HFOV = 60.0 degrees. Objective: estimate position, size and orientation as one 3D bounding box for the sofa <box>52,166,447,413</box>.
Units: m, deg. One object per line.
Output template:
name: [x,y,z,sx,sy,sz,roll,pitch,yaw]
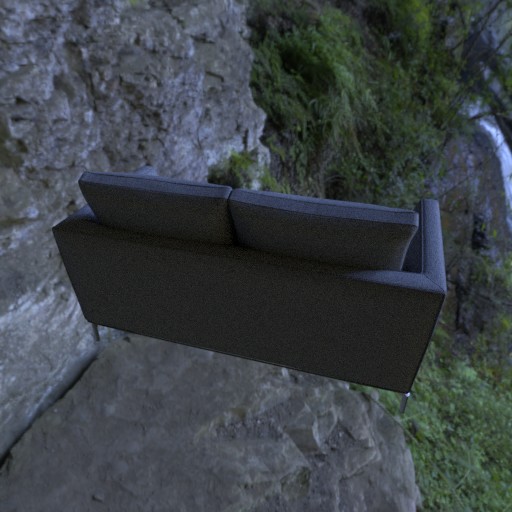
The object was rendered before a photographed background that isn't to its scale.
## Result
sofa: [0.000,0.000,2.121,1.594,0.924,0.803,9,33,15]
